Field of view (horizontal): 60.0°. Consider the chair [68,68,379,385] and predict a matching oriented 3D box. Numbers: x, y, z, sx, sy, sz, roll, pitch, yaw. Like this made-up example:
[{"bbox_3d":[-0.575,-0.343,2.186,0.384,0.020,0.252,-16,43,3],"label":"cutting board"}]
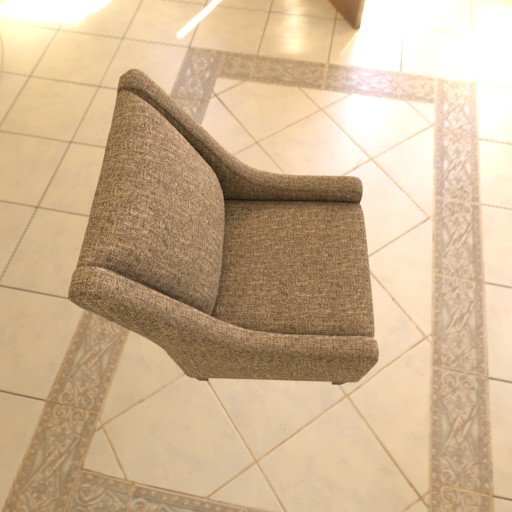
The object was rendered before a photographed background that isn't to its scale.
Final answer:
[{"bbox_3d":[0.000,0.000,1.615,0.870,1.014,0.774,2,63,1],"label":"chair"}]
